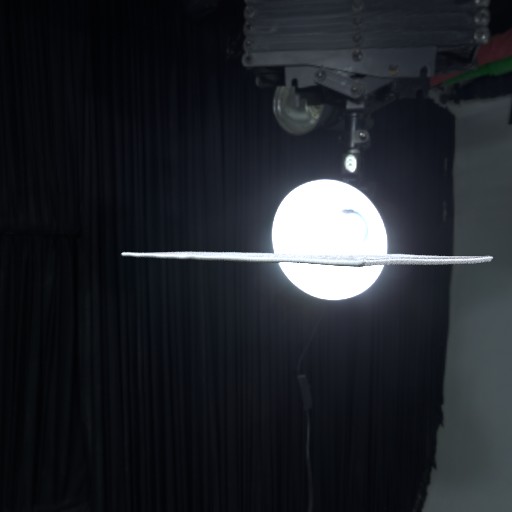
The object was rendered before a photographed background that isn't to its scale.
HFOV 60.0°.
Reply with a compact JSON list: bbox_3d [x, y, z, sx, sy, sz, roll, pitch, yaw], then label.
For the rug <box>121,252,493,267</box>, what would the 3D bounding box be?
[{"bbox_3d":[0.000,0.000,2.652,0.832,0.035,2.381,-1,1,-35],"label":"rug"}]
